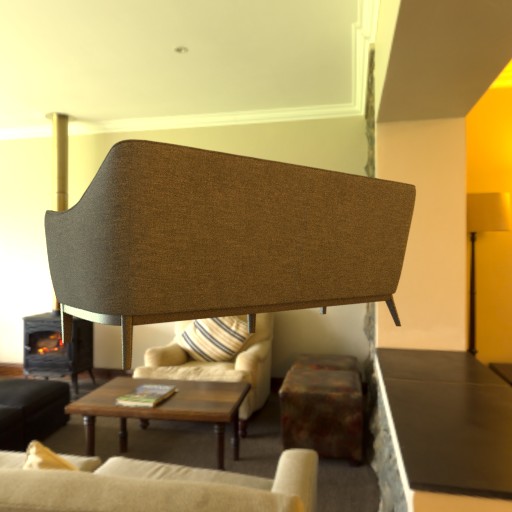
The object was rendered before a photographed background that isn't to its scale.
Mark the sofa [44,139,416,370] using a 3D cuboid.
[{"bbox_3d":[0.000,0.000,2.359,1.928,0.829,0.867,0,0,-37],"label":"sofa"}]
